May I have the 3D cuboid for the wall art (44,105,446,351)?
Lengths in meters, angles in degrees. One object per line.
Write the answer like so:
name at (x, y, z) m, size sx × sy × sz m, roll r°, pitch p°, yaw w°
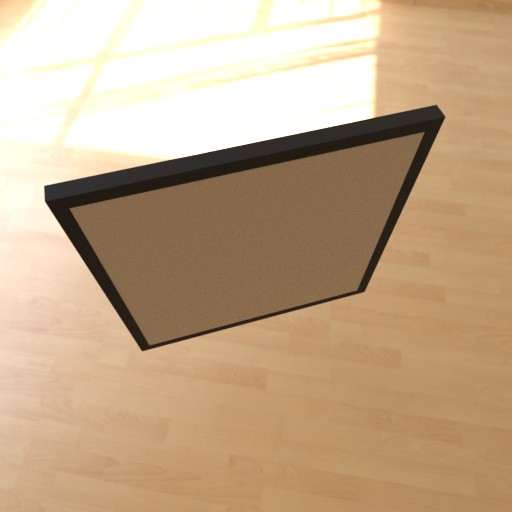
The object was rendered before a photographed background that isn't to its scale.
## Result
wall art at (0.000, 0.000, 0.460) m, size 0.306 × 0.304 × 0.015 m, roll -14°, pitch 60°, yaw -8°
